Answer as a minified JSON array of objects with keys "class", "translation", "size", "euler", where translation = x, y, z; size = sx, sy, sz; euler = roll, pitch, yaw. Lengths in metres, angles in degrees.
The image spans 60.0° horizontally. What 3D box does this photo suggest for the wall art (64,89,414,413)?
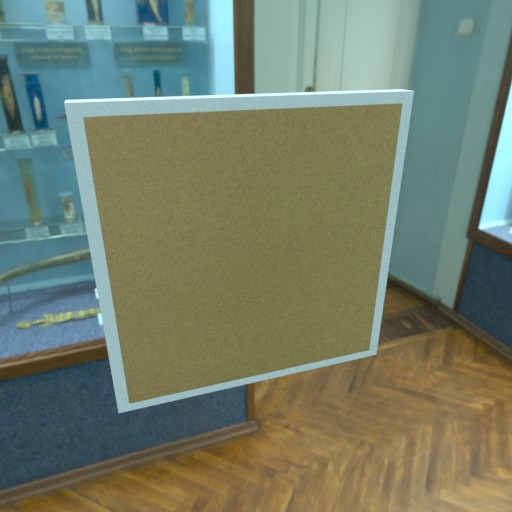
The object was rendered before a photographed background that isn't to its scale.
[{"class":"wall art","translation":[0.000,0.000,0.447],"size":[0.307,0.307,0.020],"euler":[-8,26,-17]}]
